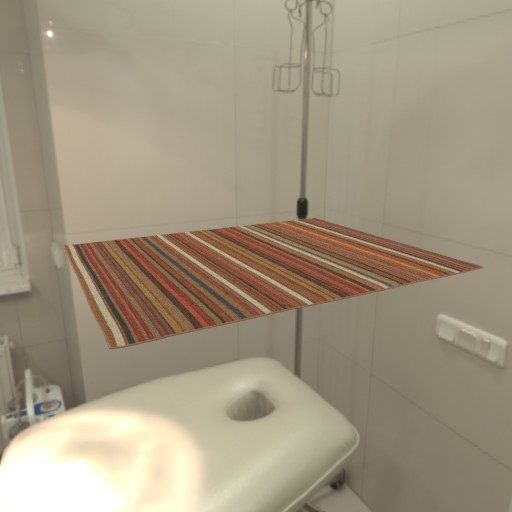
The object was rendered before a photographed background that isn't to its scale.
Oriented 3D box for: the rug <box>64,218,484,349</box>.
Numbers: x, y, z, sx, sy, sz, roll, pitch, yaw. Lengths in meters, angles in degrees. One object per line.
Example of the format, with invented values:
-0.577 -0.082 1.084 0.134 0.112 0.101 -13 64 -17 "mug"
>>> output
0.000 0.000 4.107 3.092 0.023 2.479 -8 18 -27 "rug"
